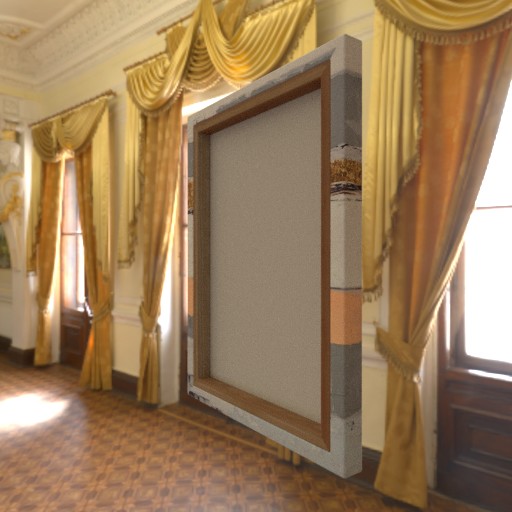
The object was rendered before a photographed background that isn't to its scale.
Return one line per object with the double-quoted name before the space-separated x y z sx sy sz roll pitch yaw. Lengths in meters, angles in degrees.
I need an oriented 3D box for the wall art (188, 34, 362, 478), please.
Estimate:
"wall art" 0.000 0.000 0.798 0.038 0.609 0.456 0 0 -37
